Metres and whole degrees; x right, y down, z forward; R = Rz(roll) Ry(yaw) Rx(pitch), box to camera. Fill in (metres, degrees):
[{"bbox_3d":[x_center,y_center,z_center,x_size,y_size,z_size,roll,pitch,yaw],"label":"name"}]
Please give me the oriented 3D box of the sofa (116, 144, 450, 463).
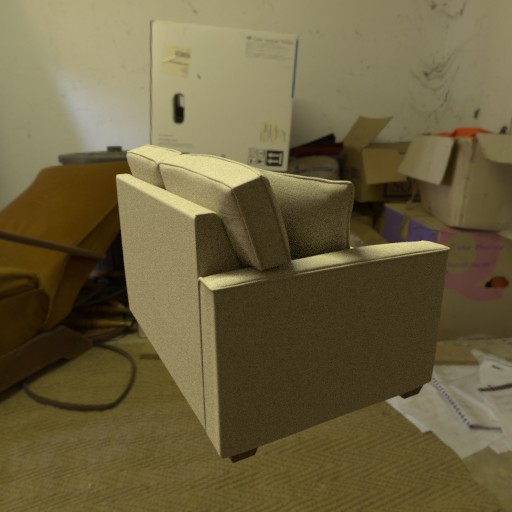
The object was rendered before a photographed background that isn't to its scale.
[{"bbox_3d":[0.000,0.000,2.089,0.991,0.989,1.388,-9,19,-26],"label":"sofa"}]
